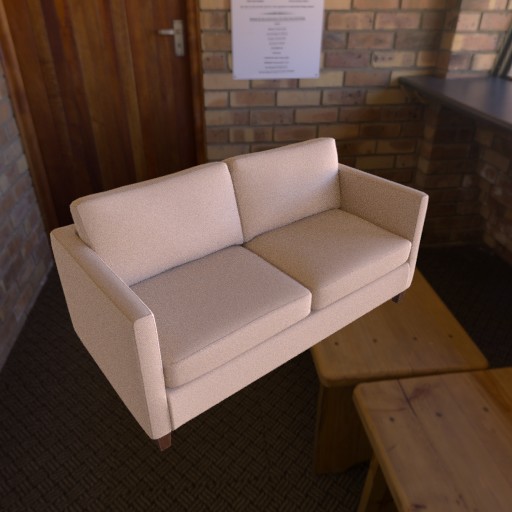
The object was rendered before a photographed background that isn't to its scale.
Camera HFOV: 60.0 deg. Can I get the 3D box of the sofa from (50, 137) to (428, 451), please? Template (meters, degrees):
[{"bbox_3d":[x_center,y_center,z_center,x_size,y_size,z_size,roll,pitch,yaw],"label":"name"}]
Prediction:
[{"bbox_3d":[0.000,0.000,2.277,1.722,0.888,0.873,-22,37,-33],"label":"sofa"}]
